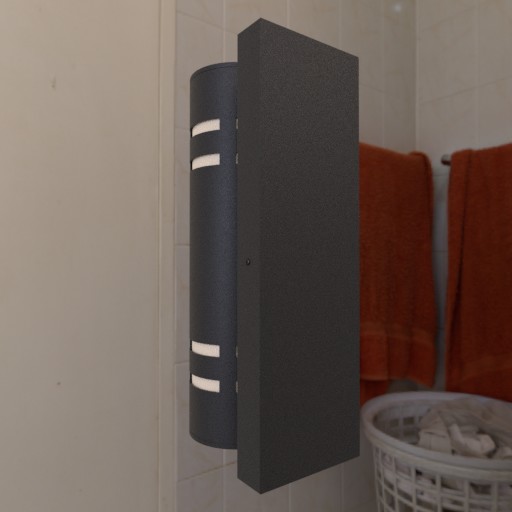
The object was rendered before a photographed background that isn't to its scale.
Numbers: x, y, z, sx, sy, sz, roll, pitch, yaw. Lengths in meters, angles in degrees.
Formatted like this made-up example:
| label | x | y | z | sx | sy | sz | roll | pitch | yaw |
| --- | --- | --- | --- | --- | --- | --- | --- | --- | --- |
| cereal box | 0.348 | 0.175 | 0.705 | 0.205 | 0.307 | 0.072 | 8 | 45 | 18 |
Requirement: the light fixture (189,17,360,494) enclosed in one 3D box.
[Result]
| label | x | y | z | sx | sy | sz | roll | pitch | yaw |
| --- | --- | --- | --- | --- | --- | --- | --- | --- | --- |
| light fixture | 0.000 | 0.000 | 0.397 | 0.105 | 0.330 | 0.149 | 0 | -1 | -36 |
